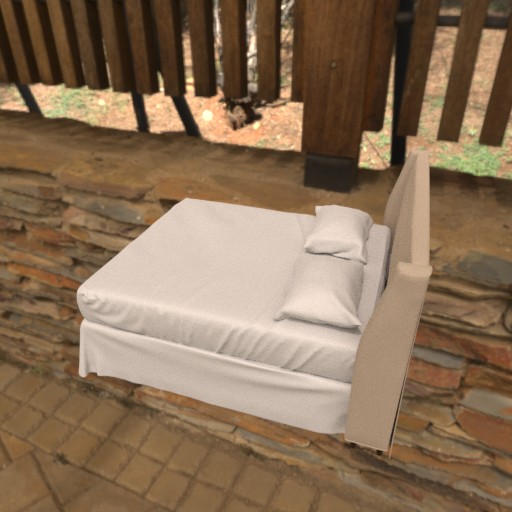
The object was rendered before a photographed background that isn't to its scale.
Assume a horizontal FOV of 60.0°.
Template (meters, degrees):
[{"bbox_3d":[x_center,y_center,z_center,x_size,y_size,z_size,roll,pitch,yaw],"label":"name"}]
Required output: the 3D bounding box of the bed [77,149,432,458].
[{"bbox_3d":[0.000,0.000,3.340,2.276,1.332,1.925,10,32,16],"label":"bed"}]
